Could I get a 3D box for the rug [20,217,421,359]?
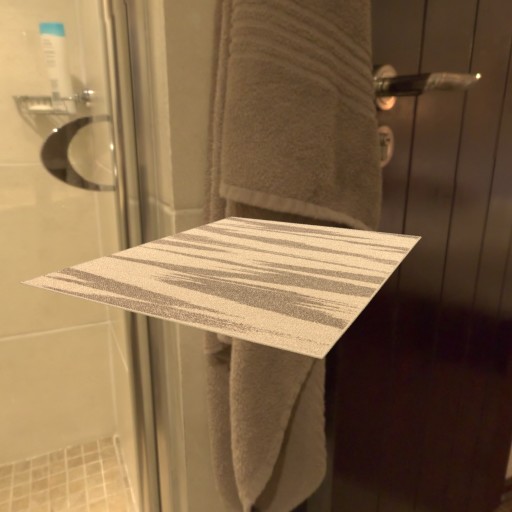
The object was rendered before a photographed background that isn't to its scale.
[{"bbox_3d":[0.000,0.000,3.948,2.353,0.014,2.945,8,18,27],"label":"rug"}]
